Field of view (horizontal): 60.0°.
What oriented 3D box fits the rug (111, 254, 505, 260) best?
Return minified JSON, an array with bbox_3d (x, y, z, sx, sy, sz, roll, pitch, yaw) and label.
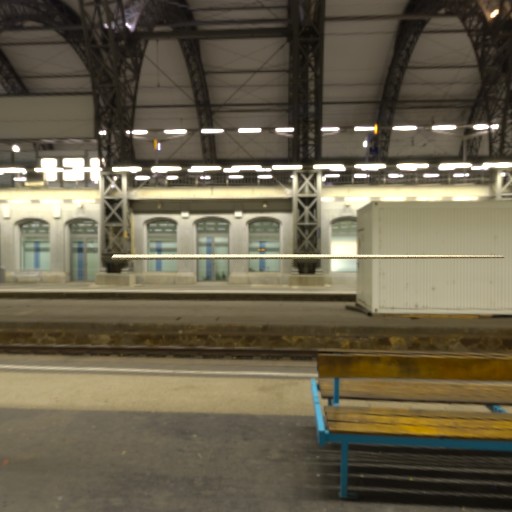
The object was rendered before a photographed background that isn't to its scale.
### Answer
[{"bbox_3d":[0.000,0.000,3.968,2.441,0.015,3.050,0,0,-18],"label":"rug"}]
